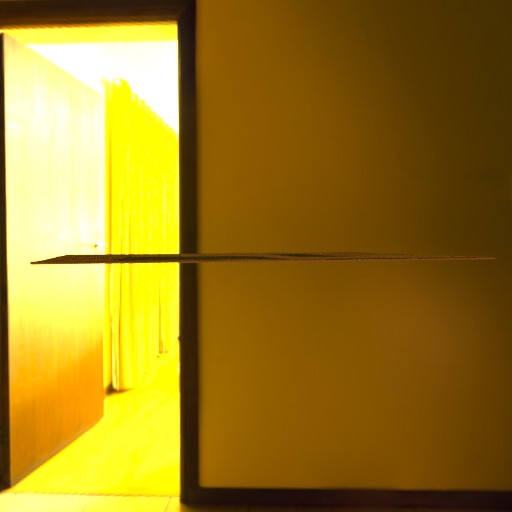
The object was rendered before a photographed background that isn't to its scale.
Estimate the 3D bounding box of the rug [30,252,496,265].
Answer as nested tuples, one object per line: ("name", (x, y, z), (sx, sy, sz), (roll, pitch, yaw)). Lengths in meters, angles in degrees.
("rug", (0.000, 0.000, 2.912), (2.436, 0.015, 1.521), (0, 2, -18))
